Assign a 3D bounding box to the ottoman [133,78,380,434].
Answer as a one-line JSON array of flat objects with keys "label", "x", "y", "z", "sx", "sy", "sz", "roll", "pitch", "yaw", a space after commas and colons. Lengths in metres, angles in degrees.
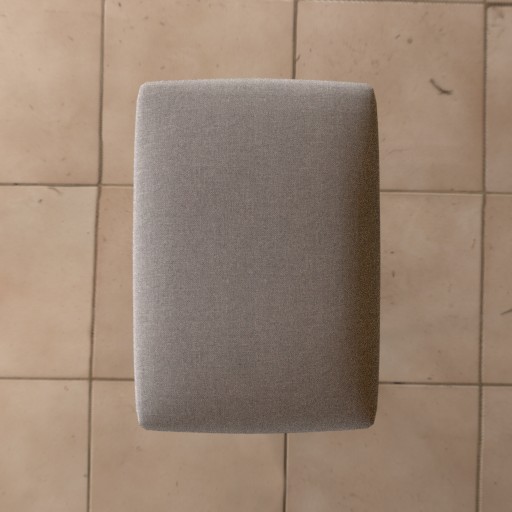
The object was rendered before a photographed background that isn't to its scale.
[{"label": "ottoman", "x": 0.000, "y": 0.000, "z": 1.190, "sx": 0.584, "sy": 0.457, "sz": 0.838, "roll": 0, "pitch": 90, "yaw": -1}]
